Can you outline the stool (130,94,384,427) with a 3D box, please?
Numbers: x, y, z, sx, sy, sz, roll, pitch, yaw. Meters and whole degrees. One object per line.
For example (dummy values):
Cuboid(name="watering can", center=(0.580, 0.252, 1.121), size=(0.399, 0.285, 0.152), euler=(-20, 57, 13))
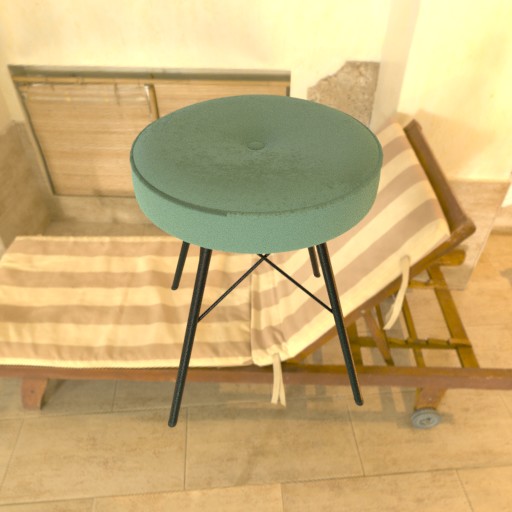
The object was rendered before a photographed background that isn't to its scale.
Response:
Cuboid(name="stool", center=(0.000, 0.000, 0.882), size=(0.458, 0.519, 0.457), euler=(1, 41, 1))
